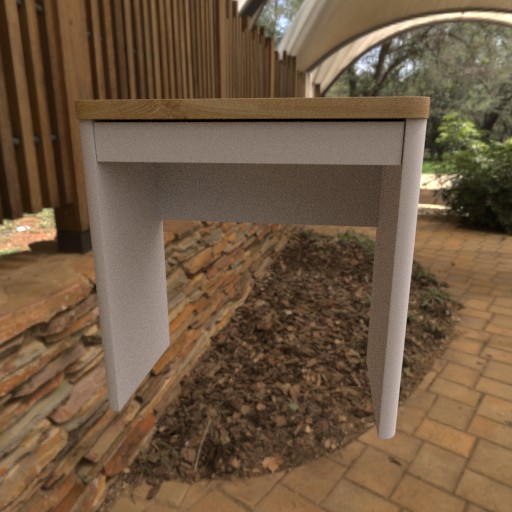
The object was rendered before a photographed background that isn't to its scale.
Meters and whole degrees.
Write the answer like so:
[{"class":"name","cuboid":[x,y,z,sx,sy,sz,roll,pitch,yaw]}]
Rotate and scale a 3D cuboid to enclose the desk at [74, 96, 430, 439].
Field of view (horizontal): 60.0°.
[{"class":"desk","cuboid":[0.000,0.000,1.217,0.760,0.790,0.440,3,16,9]}]
